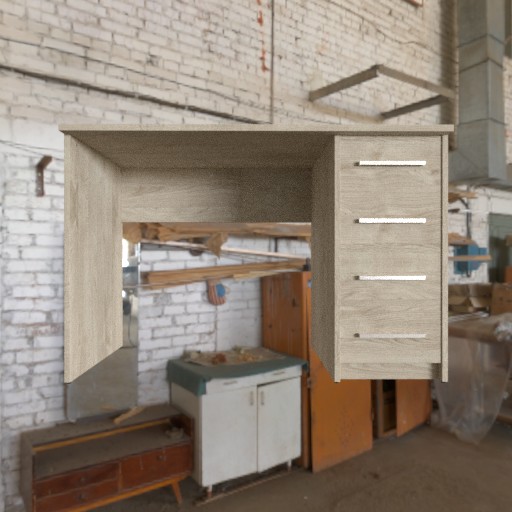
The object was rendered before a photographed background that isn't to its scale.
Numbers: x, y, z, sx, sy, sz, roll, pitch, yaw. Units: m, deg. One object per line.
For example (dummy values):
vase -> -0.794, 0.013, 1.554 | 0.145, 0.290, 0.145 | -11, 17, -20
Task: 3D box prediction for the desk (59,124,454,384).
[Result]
desk -> 0.000, 0.000, 1.506 | 1.096, 0.730, 0.560 | 0, 0, 0
